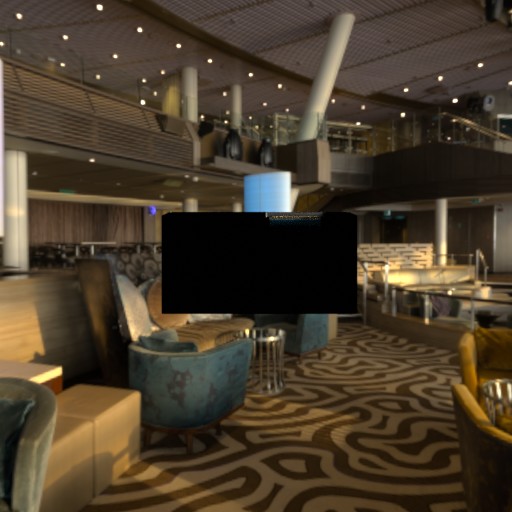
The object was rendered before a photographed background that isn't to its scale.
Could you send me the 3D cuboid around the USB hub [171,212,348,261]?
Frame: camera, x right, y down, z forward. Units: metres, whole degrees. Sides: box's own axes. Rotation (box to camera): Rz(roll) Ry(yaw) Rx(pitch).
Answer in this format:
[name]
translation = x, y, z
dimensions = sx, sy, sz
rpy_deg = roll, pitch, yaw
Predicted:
[USB hub]
translation = 0.000, 0.000, 0.156
dimensions = 0.044, 0.023, 0.145
rpy_deg = 0, 2, -1
